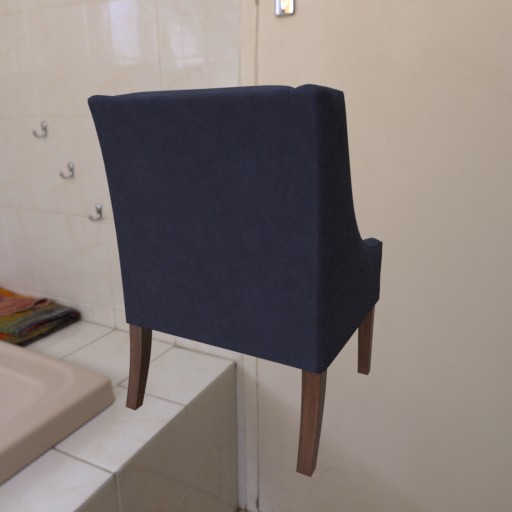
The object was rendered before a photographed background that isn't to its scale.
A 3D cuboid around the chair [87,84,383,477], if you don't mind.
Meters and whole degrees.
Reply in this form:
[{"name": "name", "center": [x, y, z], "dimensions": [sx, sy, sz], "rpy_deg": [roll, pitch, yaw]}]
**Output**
[{"name": "chair", "center": [0.000, 0.000, 1.316], "dimensions": [0.629, 0.895, 0.629], "rpy_deg": [8, 18, 27]}]
